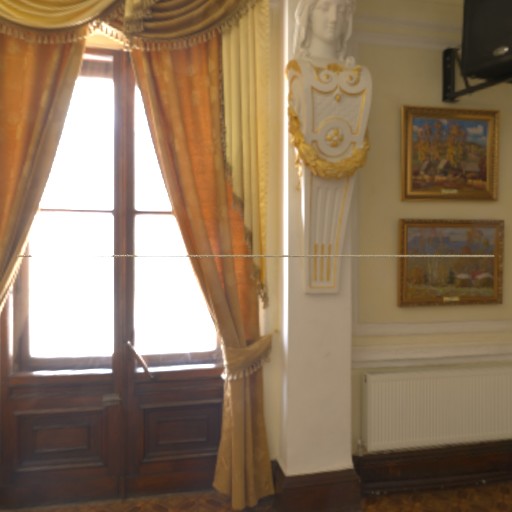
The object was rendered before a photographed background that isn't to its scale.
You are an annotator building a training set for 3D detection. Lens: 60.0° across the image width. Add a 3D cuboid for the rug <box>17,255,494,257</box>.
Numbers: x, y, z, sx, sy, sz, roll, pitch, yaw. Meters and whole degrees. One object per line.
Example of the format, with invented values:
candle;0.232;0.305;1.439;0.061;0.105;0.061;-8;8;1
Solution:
rug;0.000;0.000;1.076;0.868;0.004;0.556;0;0;1
